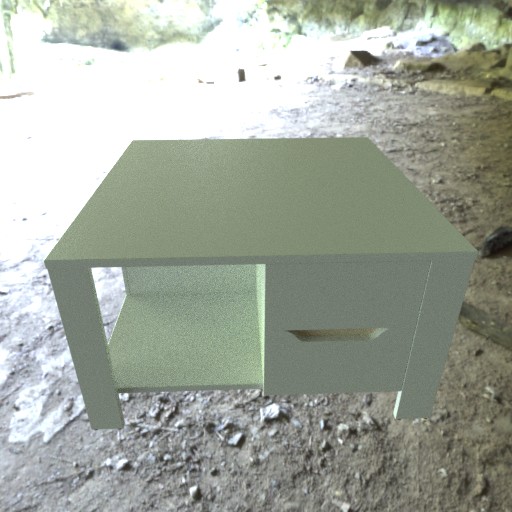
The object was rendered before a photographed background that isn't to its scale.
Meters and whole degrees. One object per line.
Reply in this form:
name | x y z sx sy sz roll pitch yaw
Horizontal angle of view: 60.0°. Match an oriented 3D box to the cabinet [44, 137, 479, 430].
cabinet | 0.000 0.000 1.273 0.800 0.460 0.800 -1 30 -2
